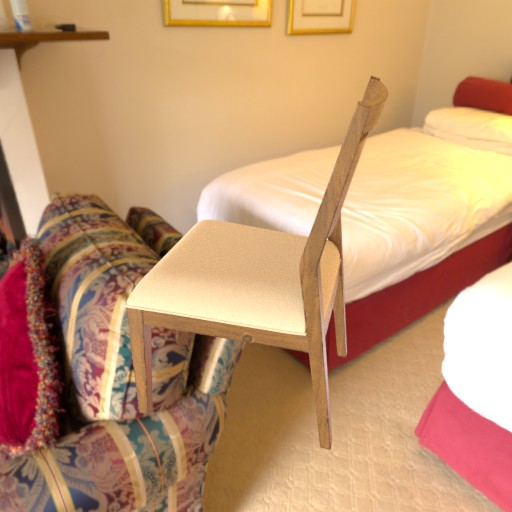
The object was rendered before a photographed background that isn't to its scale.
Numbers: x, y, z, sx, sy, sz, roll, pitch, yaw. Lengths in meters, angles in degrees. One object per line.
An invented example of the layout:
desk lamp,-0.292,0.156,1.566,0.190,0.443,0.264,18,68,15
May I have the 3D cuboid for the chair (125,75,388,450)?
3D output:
chair,0.000,0.000,1.275,0.610,0.939,0.497,8,30,14
